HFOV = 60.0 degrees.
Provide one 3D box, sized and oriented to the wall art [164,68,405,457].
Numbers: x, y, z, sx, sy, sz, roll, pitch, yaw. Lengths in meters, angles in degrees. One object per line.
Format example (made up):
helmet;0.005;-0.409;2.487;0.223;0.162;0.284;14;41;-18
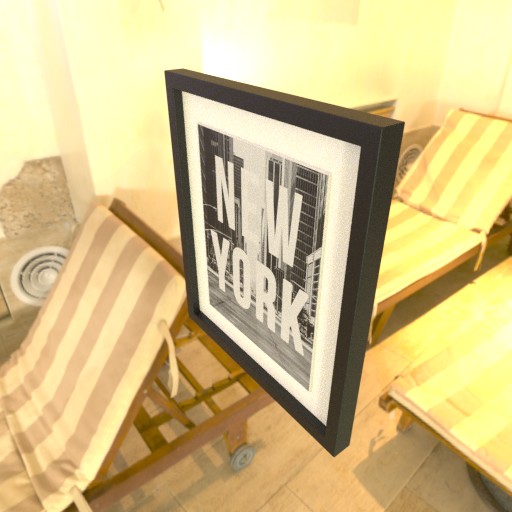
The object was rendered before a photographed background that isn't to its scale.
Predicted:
wall art;0.000;0.000;0.533;0.028;0.381;0.328;-22;37;-32
